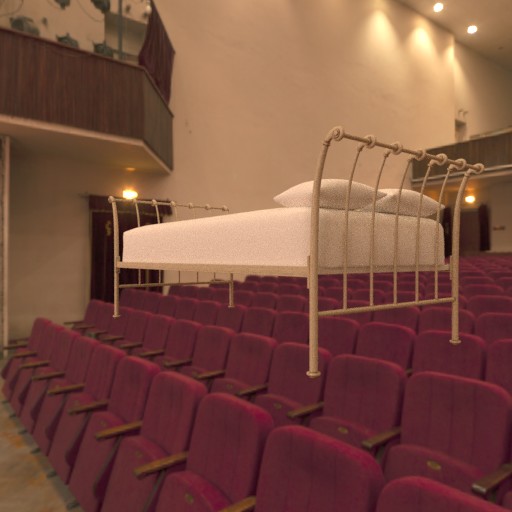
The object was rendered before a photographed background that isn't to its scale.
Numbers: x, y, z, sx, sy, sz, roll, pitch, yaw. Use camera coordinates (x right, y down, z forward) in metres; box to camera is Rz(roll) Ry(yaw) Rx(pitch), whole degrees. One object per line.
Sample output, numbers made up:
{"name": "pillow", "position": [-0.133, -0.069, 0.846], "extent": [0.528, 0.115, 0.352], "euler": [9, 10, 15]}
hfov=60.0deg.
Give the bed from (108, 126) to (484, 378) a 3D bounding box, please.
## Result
{"name": "bed", "position": [0.000, 0.000, 2.657], "extent": [1.032, 0.873, 2.228], "euler": [0, 0, -38]}
